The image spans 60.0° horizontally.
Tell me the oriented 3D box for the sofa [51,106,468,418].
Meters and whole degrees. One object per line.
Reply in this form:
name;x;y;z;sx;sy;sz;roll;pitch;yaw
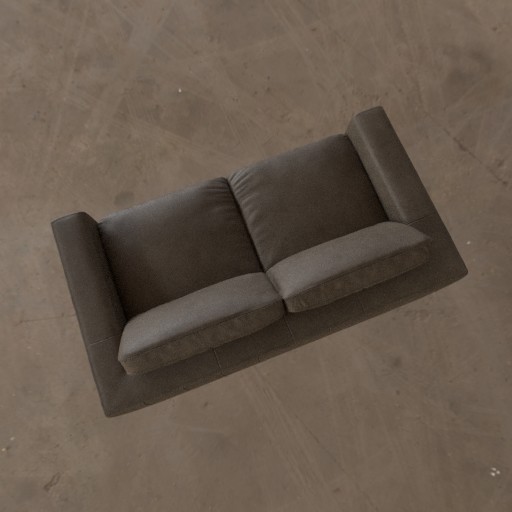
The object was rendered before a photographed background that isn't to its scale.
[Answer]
sofa;0.000;0.000;2.419;1.920;0.800;1.070;-21;76;-5
